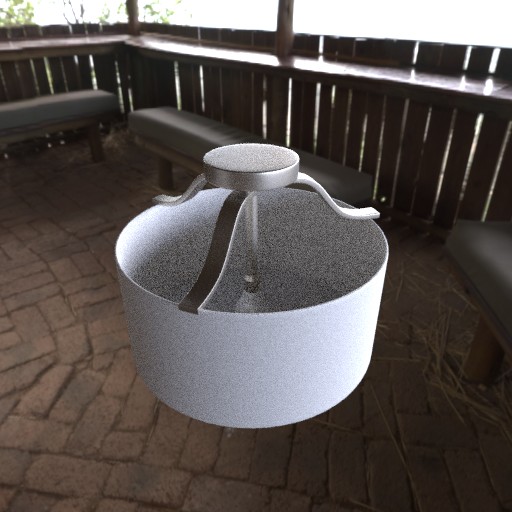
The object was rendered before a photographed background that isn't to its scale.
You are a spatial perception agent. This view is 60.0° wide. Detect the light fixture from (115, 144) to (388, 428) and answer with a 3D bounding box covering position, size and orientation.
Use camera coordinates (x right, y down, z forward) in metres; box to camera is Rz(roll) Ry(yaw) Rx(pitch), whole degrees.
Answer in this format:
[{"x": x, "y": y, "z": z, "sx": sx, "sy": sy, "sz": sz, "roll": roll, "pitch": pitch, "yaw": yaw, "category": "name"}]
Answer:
[{"x": 0.000, "y": 0.000, "z": 0.659, "sx": 0.395, "sy": 0.304, "sz": 0.395, "roll": 0, "pitch": 30, "yaw": 0, "category": "light fixture"}]
